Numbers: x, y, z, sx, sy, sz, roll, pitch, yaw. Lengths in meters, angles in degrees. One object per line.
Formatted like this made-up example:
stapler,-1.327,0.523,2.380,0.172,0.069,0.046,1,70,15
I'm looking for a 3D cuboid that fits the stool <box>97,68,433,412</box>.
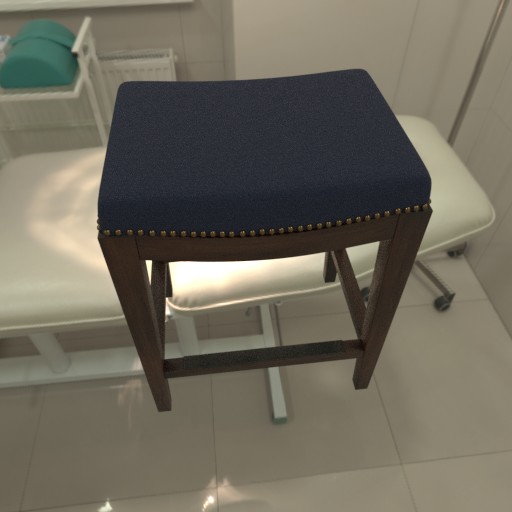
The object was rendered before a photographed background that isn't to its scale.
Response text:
stool,0.000,0.000,0.938,0.500,0.642,0.361,-5,48,-4
